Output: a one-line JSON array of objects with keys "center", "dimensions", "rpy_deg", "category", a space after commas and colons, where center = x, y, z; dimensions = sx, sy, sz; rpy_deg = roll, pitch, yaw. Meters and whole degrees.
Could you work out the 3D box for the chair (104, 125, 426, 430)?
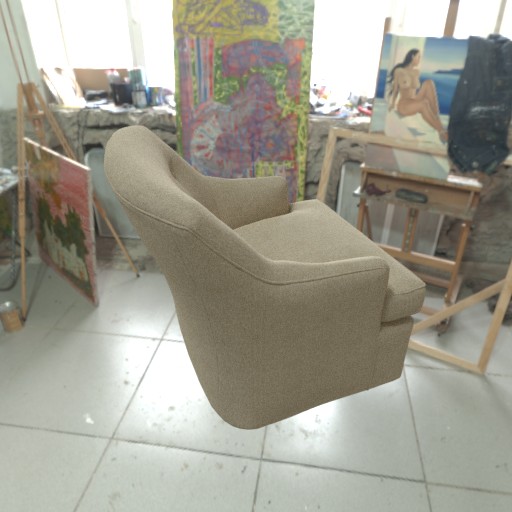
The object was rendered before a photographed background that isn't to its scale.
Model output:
[{"center": [0.000, 0.000, 1.594], "dimensions": [0.923, 0.856, 0.864], "rpy_deg": [-11, 32, -18], "category": "chair"}]
